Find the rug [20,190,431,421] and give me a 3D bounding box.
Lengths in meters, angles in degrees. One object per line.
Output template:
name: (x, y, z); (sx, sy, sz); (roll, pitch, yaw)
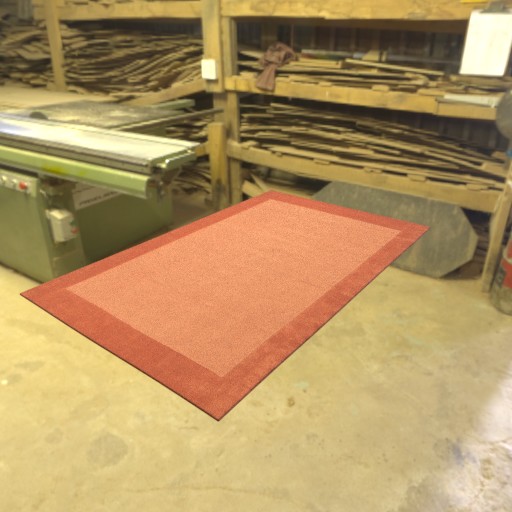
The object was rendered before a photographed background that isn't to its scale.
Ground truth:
rug: (0.000, 0.000, 2.967); (1.524, 0.014, 2.438); (19, 32, 33)
